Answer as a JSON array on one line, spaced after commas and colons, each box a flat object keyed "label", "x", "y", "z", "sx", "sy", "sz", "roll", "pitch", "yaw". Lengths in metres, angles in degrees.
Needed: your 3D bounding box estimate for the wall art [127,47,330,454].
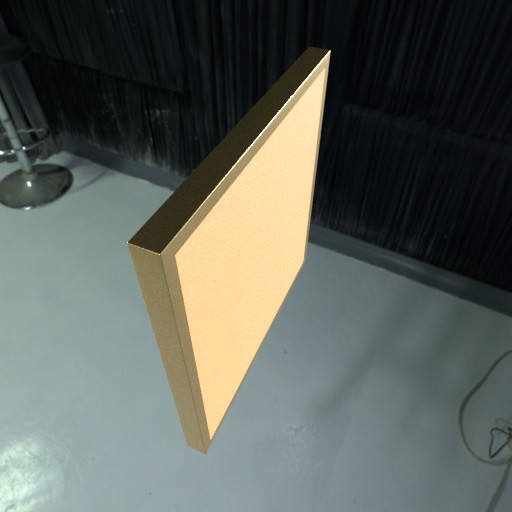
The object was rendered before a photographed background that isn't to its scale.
[{"label": "wall art", "x": 0.000, "y": 0.000, "z": 0.454, "sx": 0.023, "sy": 0.305, "sz": 0.305, "roll": 18, "pitch": 49, "yaw": 17}]
